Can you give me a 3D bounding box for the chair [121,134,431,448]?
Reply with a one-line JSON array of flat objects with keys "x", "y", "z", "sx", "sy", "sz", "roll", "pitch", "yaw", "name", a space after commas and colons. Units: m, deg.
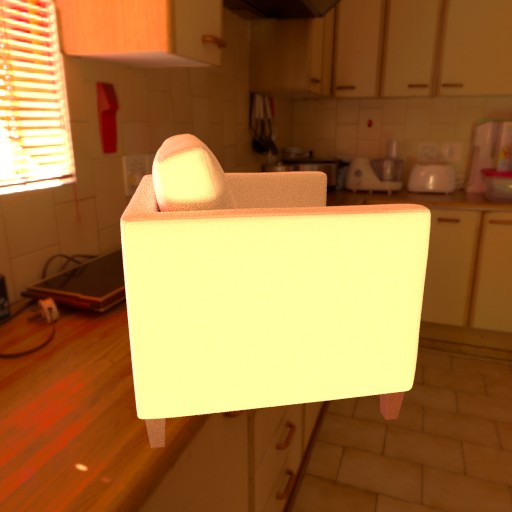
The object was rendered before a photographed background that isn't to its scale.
[{"x": 0.000, "y": 0.000, "z": 1.688, "sx": 0.878, "sy": 0.885, "sz": 1.019, "roll": -3, "pitch": 17, "yaw": -10, "name": "chair"}]
